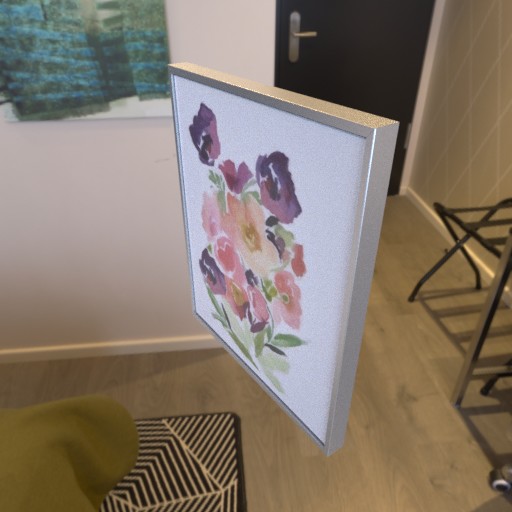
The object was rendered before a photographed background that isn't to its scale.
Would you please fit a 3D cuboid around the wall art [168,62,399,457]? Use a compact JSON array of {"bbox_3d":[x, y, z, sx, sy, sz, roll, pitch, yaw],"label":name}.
[{"bbox_3d":[0.000,0.000,0.753,0.038,0.549,0.452,-22,39,-30],"label":"wall art"}]
